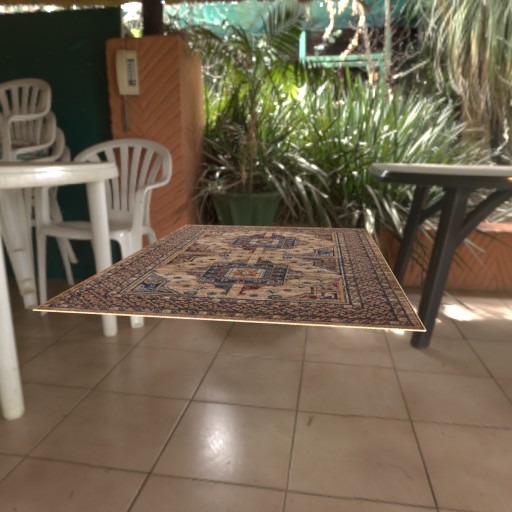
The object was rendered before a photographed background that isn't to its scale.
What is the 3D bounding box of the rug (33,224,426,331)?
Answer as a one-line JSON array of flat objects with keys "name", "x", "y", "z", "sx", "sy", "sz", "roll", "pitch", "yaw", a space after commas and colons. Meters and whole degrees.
[{"name": "rug", "x": 0.000, "y": 0.000, "z": 2.850, "sx": 1.611, "sy": 0.008, "sz": 2.227, "roll": 2, "pitch": 14, "yaw": 8}]
